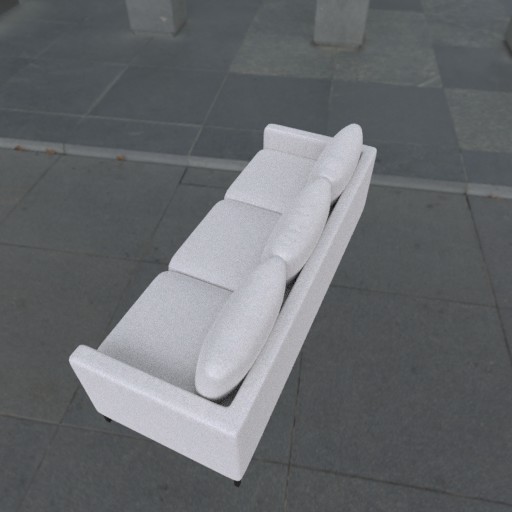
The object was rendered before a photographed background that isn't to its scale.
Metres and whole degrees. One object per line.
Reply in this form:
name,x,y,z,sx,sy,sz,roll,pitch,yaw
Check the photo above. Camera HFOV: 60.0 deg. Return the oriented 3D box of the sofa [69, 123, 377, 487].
sofa,0.000,0.000,2.670,0.859,0.874,2.218,18,49,17
